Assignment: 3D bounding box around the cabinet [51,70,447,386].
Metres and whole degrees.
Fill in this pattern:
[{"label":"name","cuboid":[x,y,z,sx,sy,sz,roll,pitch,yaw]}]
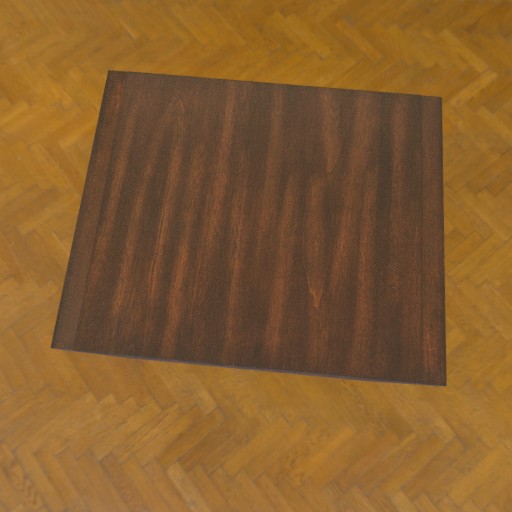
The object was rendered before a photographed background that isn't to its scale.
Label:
[{"label":"cabinet","cuboid":[0.000,0.000,0.812,0.500,0.455,0.402,5,75,1]}]
